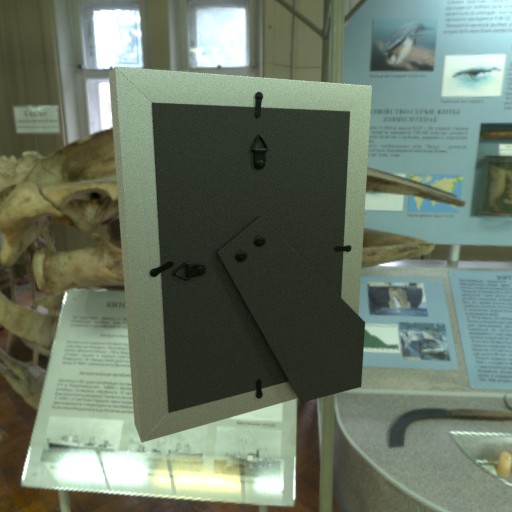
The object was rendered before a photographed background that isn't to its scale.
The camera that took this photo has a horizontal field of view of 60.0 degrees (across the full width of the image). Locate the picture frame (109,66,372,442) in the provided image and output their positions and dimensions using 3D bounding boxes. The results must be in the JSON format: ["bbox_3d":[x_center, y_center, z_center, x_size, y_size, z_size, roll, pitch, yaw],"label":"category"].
[{"bbox_3d":[0.000,0.000,0.277,0.157,0.208,0.028,-7,15,-25],"label":"picture frame"}]
